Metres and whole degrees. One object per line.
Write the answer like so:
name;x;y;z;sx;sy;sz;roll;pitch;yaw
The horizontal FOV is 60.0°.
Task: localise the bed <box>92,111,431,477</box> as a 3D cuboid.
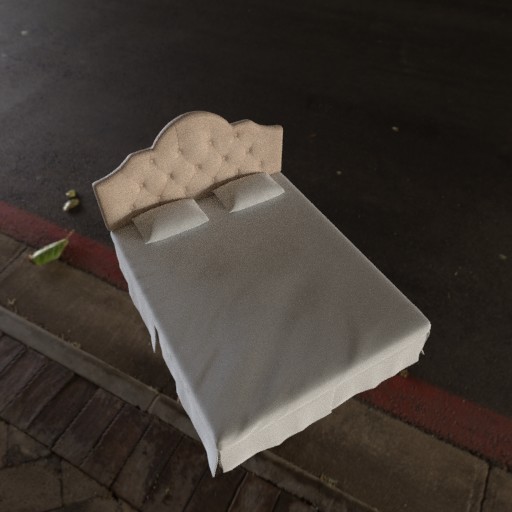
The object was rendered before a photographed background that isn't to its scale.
bed;0.000;0.000;3.023;1.667;1.194;1.970;-23;51;-20
